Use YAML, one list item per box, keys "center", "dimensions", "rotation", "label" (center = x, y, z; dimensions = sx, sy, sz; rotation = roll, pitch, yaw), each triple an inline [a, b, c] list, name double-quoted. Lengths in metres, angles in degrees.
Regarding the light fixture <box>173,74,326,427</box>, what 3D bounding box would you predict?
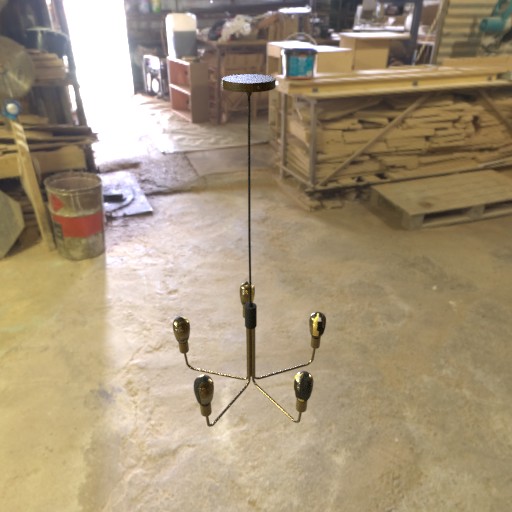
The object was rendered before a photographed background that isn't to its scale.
- center: [0.000, 0.000, 1.398]
  dimensions: [0.532, 1.059, 0.588]
  rotation: [-11, 32, -18]
  label: "light fixture"
